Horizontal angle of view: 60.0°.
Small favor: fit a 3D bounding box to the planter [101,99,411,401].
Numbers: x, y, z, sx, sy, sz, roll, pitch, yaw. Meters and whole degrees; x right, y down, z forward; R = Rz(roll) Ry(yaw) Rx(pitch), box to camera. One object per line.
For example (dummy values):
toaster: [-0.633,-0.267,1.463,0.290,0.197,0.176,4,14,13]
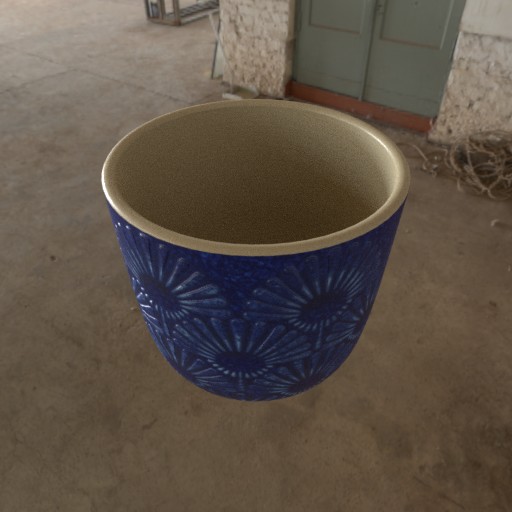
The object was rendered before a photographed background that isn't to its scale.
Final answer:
planter: [0.000,0.000,0.218,0.124,0.109,0.124,0,41,0]
